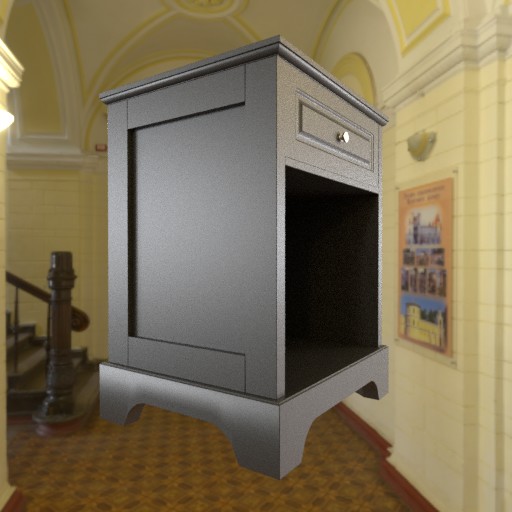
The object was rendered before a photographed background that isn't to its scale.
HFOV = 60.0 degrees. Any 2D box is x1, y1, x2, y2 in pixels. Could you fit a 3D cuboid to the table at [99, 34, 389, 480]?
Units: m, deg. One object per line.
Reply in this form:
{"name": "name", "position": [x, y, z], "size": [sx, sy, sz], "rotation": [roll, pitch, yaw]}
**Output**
{"name": "table", "position": [0.000, 0.000, 0.908], "size": [0.399, 0.610, 0.460], "rotation": [0, 1, 35]}
